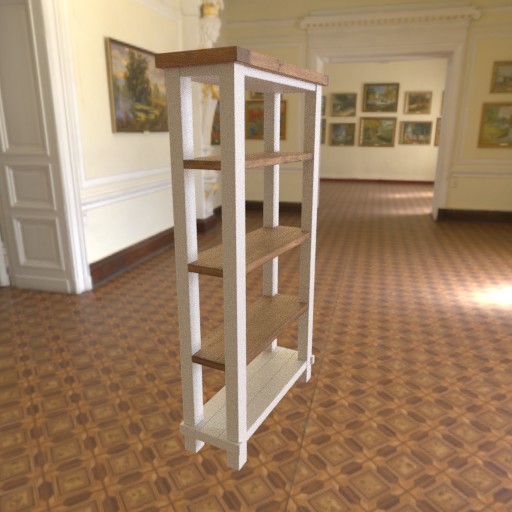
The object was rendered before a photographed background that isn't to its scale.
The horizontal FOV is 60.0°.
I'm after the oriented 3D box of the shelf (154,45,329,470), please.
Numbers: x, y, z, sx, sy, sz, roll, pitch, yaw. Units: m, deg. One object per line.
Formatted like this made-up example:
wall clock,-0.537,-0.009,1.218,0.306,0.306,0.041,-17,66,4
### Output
shelf,0.000,0.000,2.370,0.381,1.878,1.022,8,18,27
